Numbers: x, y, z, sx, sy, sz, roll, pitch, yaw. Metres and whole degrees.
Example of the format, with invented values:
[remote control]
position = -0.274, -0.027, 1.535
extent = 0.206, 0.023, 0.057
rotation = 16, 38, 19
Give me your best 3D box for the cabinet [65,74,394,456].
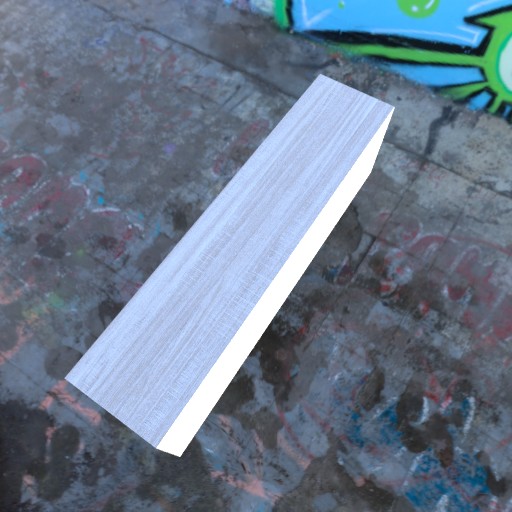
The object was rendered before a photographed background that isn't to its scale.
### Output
[cabinet]
position = 0.000, 0.000, 2.586
extent = 0.500, 0.780, 2.200
rotation = 30, 67, 15
